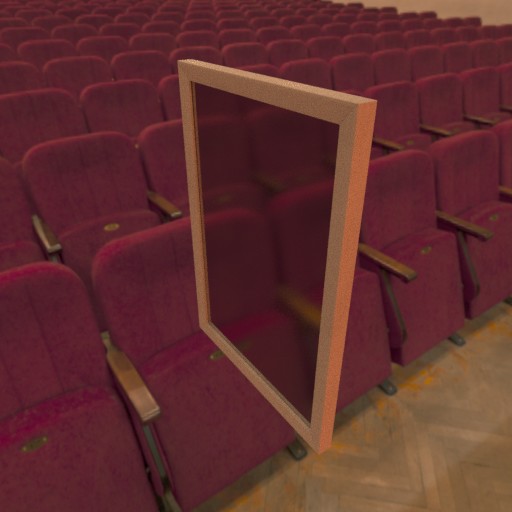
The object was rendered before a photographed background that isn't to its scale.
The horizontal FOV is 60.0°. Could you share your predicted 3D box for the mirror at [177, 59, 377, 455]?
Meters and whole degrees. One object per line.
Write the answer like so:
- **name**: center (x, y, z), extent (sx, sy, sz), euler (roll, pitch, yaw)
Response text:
- **mirror**: center (0.000, 0.000, 0.932), extent (0.040, 0.710, 0.507), euler (-20, 36, -30)
